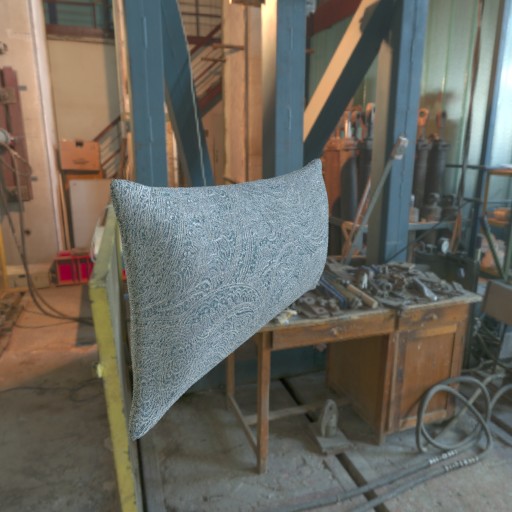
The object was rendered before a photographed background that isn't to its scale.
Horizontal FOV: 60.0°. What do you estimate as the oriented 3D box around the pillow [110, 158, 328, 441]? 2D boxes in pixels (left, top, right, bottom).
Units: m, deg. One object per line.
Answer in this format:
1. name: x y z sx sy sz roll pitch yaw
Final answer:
1. pillow: 0.000 0.000 0.729 0.151 0.295 0.615 7 16 26
